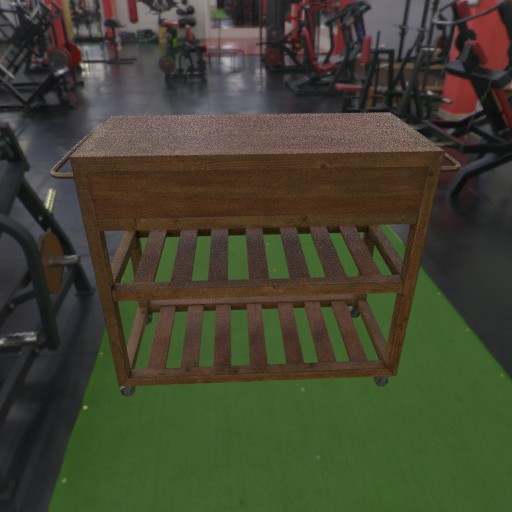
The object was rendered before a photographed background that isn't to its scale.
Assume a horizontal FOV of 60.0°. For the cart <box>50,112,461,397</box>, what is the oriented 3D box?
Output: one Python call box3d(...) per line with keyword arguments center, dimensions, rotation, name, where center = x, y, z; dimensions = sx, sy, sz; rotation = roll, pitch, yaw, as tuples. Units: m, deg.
box3d(center=(0.000, 0.000, 1.475), dimensions=(1.065, 0.830, 0.445), rotation=(-2, 30, -3), name="cart")
